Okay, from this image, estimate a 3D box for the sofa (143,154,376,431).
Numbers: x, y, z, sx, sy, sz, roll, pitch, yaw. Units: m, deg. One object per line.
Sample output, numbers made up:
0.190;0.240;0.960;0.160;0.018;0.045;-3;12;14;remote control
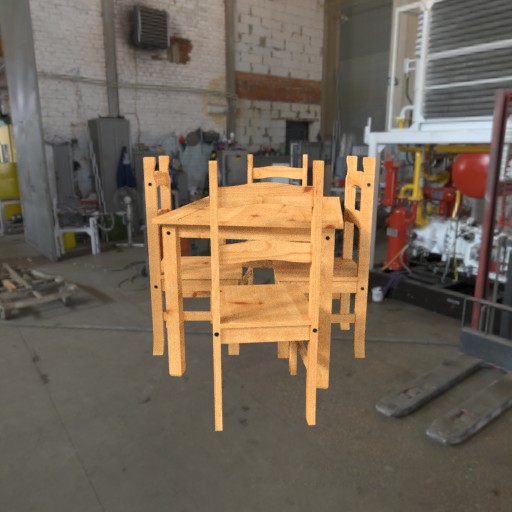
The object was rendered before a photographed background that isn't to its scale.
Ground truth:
0.000;0.000;2.289;1.144;1.000;1.529;2;14;9;sofa
